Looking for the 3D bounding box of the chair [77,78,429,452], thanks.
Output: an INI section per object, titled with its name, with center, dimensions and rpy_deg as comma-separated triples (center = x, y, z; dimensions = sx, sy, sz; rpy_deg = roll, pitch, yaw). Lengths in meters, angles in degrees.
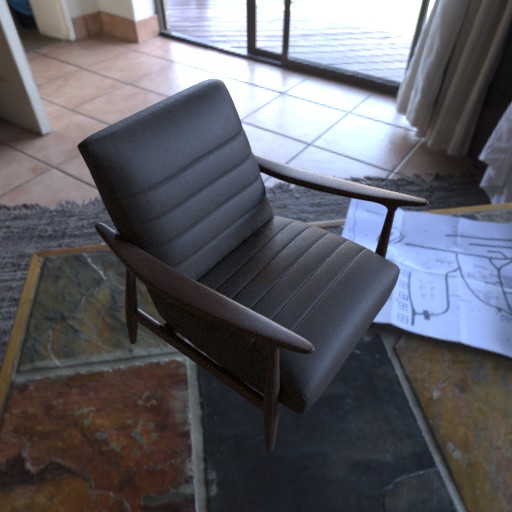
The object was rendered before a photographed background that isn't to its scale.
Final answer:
[chair]
center = 0.000, 0.000, 1.432
dimensions = 0.798, 0.831, 0.741
rpy_deg = 27, 49, 26
